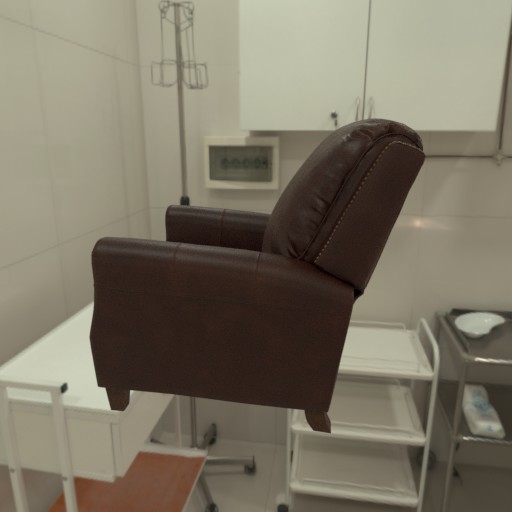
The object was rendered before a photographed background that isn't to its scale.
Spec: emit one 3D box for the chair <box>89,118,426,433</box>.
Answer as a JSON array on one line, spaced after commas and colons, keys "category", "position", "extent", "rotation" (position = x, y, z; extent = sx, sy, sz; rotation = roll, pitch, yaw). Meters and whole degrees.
[{"category": "chair", "position": [0.000, 0.000, 1.739], "extent": [1.089, 1.022, 0.826], "rotation": [2, 16, 9]}]
